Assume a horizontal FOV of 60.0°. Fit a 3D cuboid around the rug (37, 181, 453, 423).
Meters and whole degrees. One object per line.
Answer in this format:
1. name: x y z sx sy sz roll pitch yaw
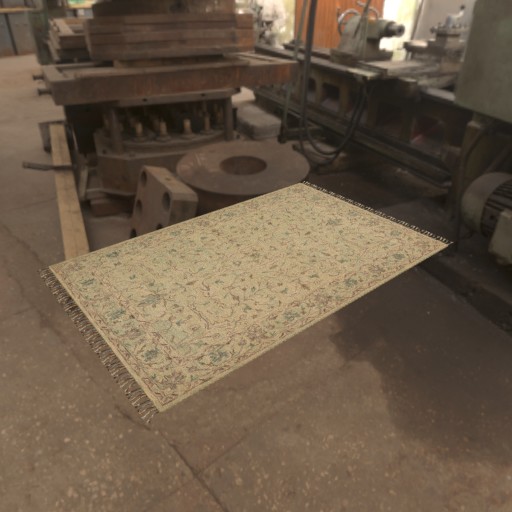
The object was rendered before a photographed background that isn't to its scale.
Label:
1. rug: 0.000 0.000 3.025 2.435 0.010 1.544 -23 38 -33
